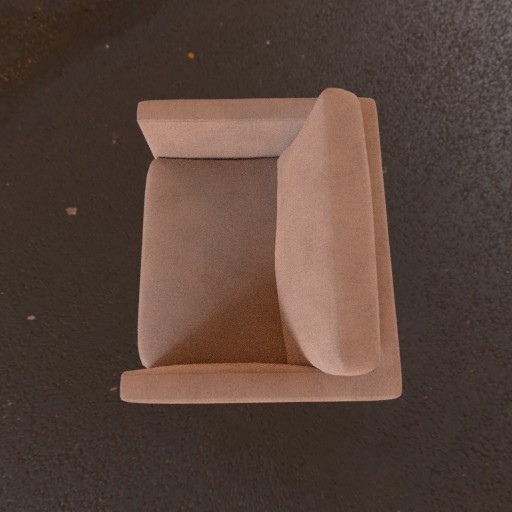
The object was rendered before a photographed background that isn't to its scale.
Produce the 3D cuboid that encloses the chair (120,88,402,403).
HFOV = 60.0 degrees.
[{"bbox_3d":[0.000,0.000,1.832,0.959,0.961,1.133,-1,75,0],"label":"chair"}]
